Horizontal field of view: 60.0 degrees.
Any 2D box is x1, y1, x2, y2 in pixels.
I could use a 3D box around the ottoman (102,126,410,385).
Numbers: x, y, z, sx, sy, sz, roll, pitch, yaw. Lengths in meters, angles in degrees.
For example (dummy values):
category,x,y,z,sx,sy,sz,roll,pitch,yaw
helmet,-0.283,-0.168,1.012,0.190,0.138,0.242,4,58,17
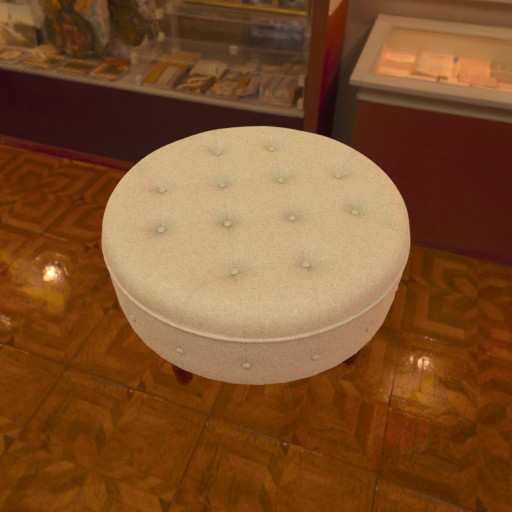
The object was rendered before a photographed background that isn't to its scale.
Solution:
category,x,y,z,sx,sy,sz,roll,pitch,yaw
ottoman,0.000,0.000,1.370,0.849,0.478,0.849,0,45,0
